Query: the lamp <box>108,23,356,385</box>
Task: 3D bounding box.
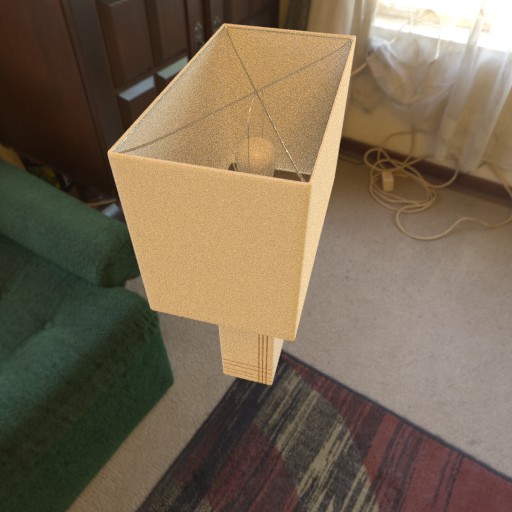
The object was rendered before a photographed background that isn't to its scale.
[{"bbox_3d":[0.000,0.000,0.677,0.182,0.543,0.334,11,47,10],"label":"lamp"}]
